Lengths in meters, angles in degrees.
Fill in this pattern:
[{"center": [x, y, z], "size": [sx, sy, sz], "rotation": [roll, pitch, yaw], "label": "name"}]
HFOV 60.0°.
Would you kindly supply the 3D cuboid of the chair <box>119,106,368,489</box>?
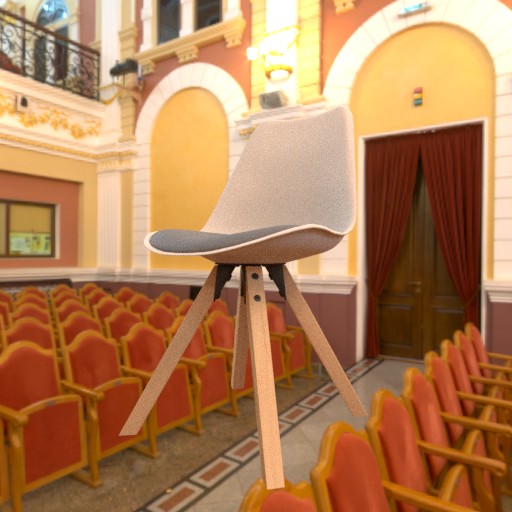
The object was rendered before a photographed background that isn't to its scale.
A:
[{"center": [0.000, 0.000, 1.134], "size": [0.485, 0.850, 0.550], "rotation": [1, 1, 34], "label": "chair"}]
